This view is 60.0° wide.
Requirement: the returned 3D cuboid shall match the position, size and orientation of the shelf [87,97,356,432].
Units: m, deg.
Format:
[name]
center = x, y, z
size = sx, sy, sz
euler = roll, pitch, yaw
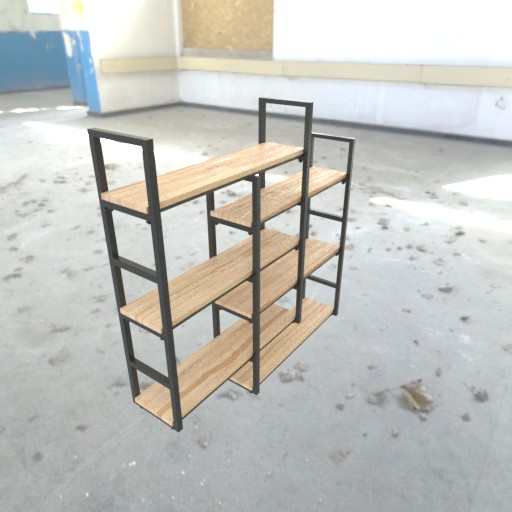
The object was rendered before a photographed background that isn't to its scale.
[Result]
[shelf]
center = 0.000, 0.000, 1.418
size = 0.183, 0.921, 0.946
euler = 18, 32, 32
